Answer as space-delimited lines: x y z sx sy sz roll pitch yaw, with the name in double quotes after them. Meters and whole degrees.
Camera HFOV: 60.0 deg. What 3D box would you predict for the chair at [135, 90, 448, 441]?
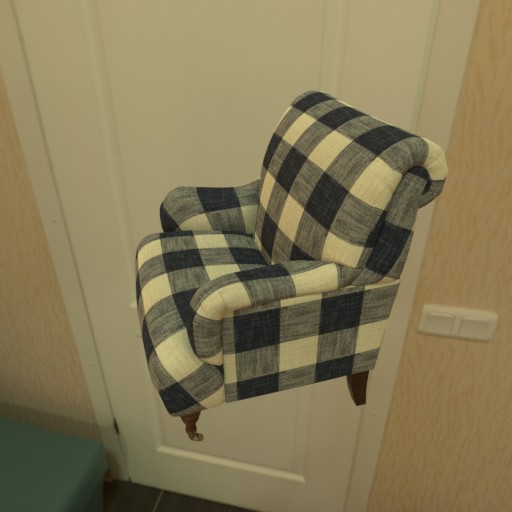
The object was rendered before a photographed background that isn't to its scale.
0.000 0.000 1.551 0.848 0.953 0.781 -9 32 -14 "chair"
